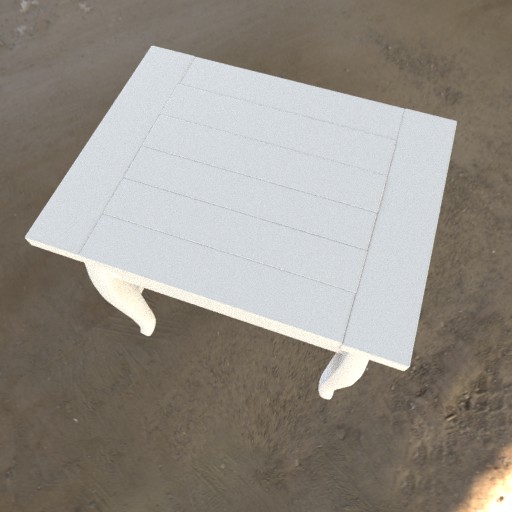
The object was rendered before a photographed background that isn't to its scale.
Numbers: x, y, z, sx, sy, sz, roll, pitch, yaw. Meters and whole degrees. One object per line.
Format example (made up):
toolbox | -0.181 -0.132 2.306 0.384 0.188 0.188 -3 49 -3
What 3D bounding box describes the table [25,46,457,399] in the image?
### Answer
table | 0.000 0.000 1.005 0.599 0.605 0.463 17 65 8
